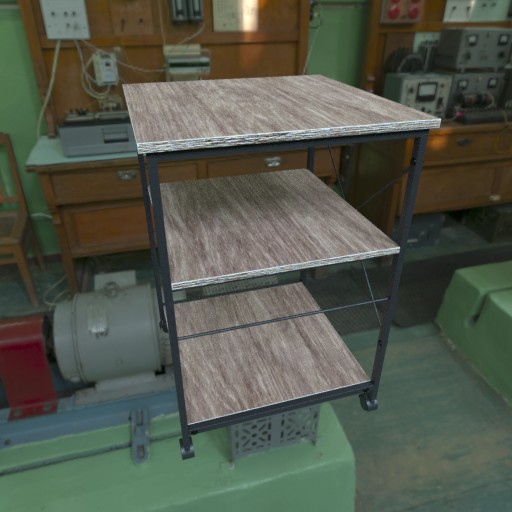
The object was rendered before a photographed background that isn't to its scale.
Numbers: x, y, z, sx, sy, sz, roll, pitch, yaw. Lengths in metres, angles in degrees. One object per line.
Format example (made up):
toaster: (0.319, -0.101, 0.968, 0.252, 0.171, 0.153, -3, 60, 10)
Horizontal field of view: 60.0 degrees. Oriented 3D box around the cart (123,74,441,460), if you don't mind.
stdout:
cart: (0.000, 0.000, 1.118, 0.520, 0.762, 0.521, -9, 32, -14)
